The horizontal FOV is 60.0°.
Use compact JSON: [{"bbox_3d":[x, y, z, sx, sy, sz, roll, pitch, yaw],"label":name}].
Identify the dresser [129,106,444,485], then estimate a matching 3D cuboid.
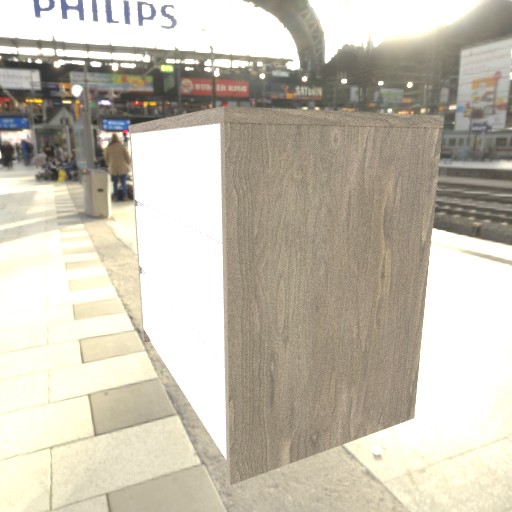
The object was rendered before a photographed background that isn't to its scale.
[{"bbox_3d":[0.000,0.000,1.310,0.529,0.762,0.809,-7,16,-26],"label":"dresser"}]
